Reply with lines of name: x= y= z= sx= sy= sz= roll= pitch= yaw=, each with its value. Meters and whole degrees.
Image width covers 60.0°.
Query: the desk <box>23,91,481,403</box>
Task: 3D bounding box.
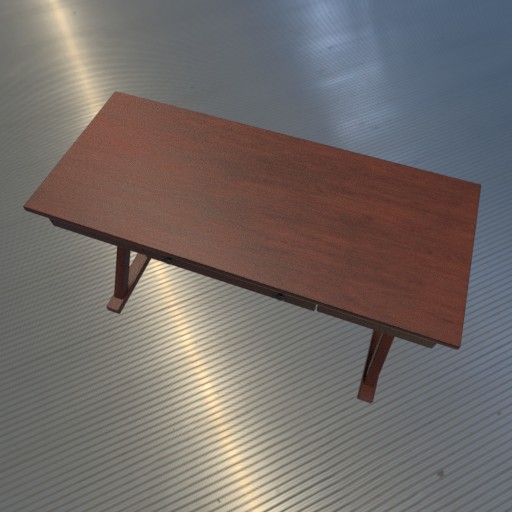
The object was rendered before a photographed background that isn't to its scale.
desk: x=0.000 y=0.000 z=1.768 sx=1.372 sy=0.761 sz=0.600 roll=17 pitch=60 yaw=10
